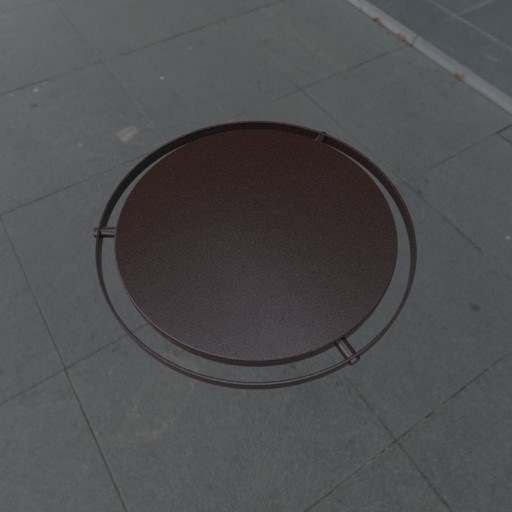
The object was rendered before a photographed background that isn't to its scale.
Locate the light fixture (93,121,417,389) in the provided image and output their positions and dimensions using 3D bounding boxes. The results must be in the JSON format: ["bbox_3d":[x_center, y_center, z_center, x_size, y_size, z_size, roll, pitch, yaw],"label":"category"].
[{"bbox_3d":[0.000,0.000,0.557,0.361,0.130,0.361,0,57,0],"label":"light fixture"}]
